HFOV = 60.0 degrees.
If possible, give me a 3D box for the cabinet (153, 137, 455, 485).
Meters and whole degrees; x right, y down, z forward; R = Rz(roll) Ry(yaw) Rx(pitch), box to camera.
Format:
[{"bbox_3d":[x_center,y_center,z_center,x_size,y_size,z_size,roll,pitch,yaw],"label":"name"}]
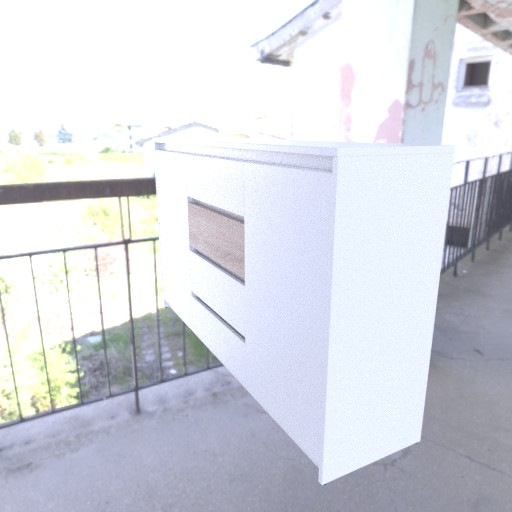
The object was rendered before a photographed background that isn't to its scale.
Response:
[{"bbox_3d":[0.000,0.000,1.786,0.380,0.900,1.450,-8,18,-27],"label":"cabinet"}]
